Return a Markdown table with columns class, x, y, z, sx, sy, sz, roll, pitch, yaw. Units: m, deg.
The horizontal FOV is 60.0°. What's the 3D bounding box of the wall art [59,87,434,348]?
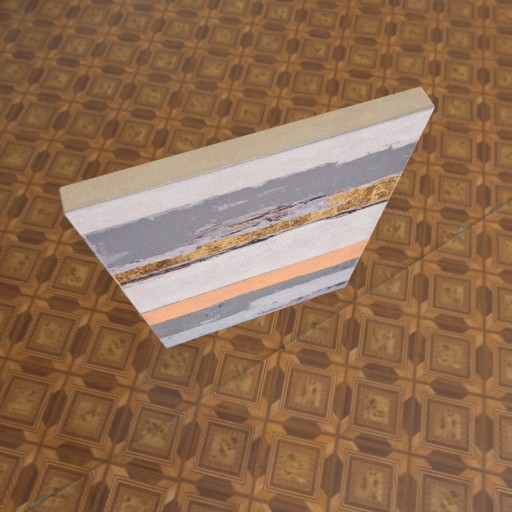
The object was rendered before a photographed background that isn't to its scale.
| class | x | y | z | sx | sy | sz | roll | pitch | yaw |
| --- | --- | --- | --- | --- | --- | --- | --- | --- | --- |
| wall art | 0.000 | 0.000 | 0.795 | 0.456 | 0.609 | 0.038 | -18 | 66 | -8 |
